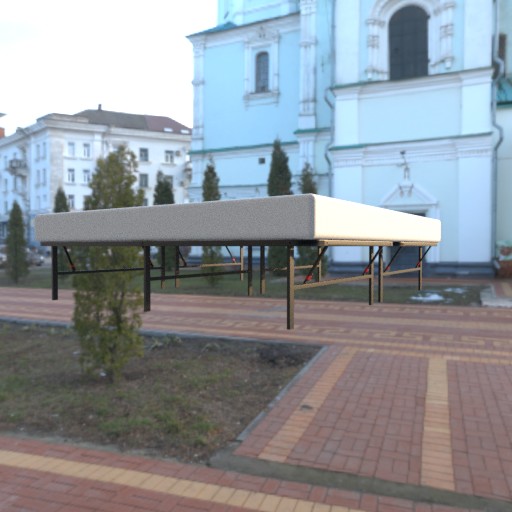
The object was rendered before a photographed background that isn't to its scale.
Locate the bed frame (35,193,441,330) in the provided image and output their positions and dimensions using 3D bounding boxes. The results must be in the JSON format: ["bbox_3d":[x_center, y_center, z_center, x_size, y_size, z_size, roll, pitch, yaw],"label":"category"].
[{"bbox_3d":[0.000,0.000,3.013,1.935,0.525,2.033,1,2,35],"label":"bed frame"}]
